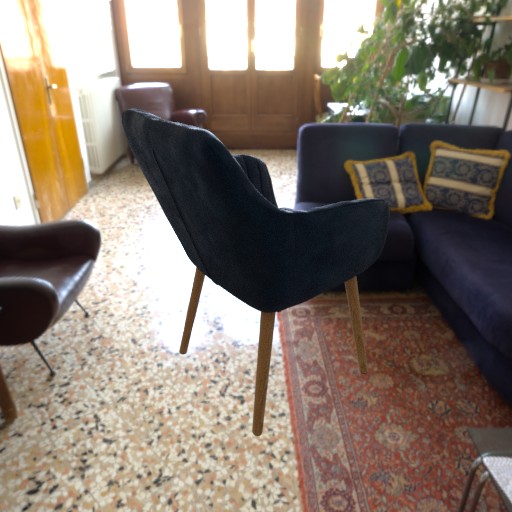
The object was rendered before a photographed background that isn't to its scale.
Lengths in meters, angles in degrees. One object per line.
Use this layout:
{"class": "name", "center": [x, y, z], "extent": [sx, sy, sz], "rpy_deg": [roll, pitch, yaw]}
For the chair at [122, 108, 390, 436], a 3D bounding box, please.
{"class": "chair", "center": [0.000, 0.000, 1.275], "extent": [0.573, 0.826, 0.578], "rpy_deg": [-18, 32, -32]}
